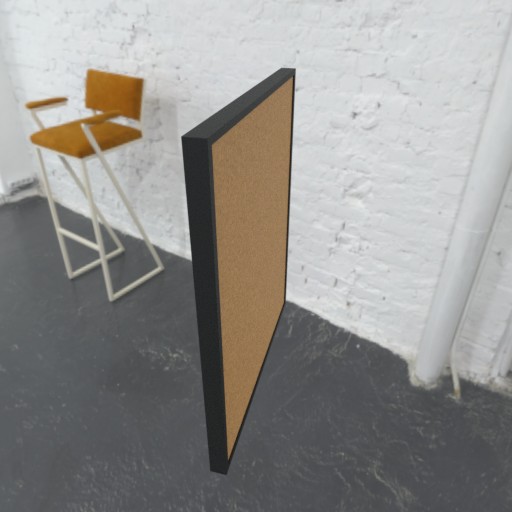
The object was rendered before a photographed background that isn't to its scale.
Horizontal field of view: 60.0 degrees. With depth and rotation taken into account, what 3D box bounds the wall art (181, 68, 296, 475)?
[{"bbox_3d":[0.000,0.000,0.540,0.019,0.381,0.330,8,32,13],"label":"wall art"}]
